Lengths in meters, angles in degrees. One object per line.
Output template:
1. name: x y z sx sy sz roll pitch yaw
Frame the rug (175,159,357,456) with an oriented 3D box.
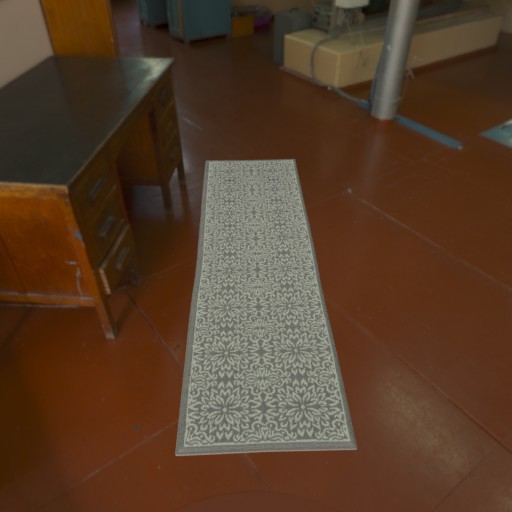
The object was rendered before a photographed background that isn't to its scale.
1. rug: 0.000 0.000 2.439 0.662 0.011 2.196 -1 40 -2
